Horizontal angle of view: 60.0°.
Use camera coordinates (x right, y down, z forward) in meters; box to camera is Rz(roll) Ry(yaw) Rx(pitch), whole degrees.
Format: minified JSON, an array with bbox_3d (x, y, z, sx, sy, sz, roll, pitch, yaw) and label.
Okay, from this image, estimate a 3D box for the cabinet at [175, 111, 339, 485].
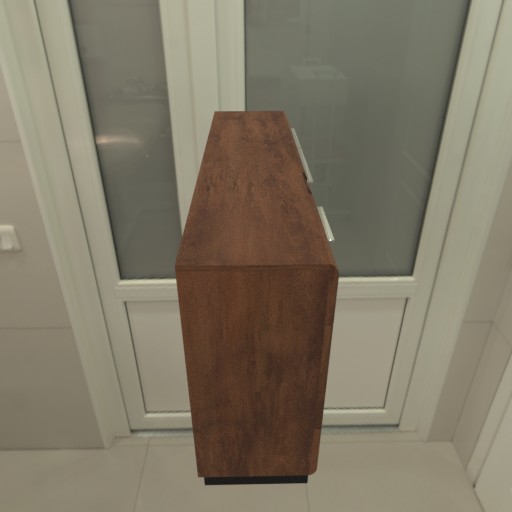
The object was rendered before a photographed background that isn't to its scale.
[{"bbox_3d":[0.000,0.000,1.974,0.420,0.900,1.600,-1,31,-1],"label":"cabinet"}]
